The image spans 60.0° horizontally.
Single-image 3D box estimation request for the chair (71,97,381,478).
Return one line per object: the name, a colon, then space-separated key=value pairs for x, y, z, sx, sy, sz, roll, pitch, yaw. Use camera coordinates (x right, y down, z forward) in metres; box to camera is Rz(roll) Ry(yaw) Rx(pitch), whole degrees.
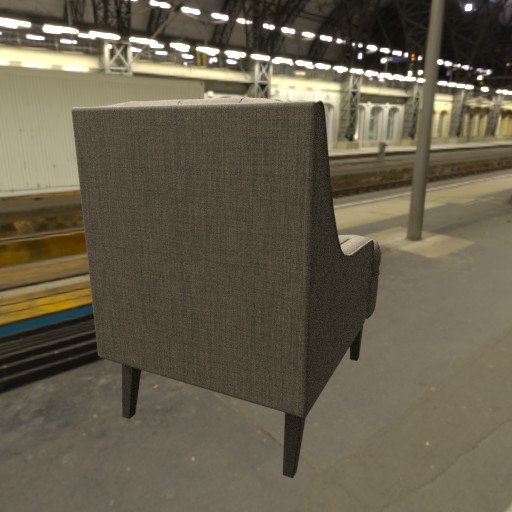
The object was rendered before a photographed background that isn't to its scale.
chair: x=0.000 y=0.000 z=1.387 sx=0.655 sy=0.891 sz=0.771 roll=8 pitch=18 yaw=25
